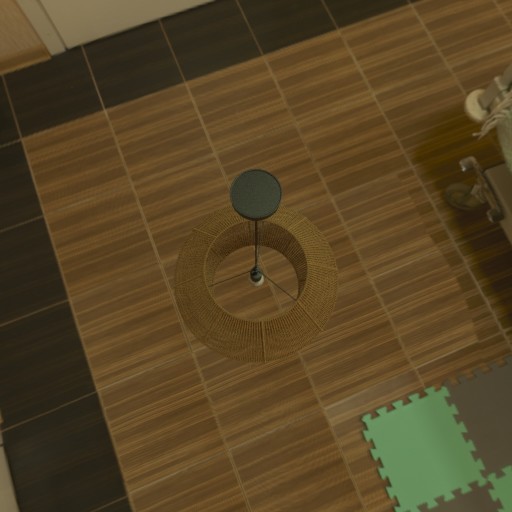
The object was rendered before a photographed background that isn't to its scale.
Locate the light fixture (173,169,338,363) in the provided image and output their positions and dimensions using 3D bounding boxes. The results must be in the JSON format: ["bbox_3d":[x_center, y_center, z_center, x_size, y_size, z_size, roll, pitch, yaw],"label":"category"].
[{"bbox_3d":[0.000,0.000,1.391,0.643,1.009,0.643,0,75,0],"label":"light fixture"}]
